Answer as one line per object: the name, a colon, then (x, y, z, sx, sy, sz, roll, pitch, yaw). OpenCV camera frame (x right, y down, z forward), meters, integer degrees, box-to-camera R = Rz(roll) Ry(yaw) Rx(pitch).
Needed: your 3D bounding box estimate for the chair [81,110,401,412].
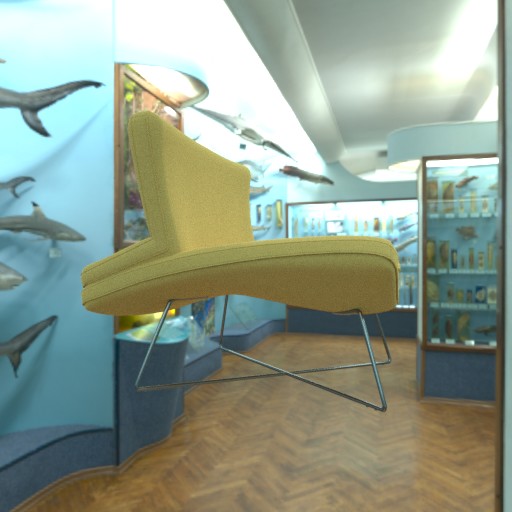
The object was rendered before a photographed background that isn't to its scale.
chair: (0.000, 0.000, 1.622, 1.008, 0.855, 0.859, 0, 0, 18)
